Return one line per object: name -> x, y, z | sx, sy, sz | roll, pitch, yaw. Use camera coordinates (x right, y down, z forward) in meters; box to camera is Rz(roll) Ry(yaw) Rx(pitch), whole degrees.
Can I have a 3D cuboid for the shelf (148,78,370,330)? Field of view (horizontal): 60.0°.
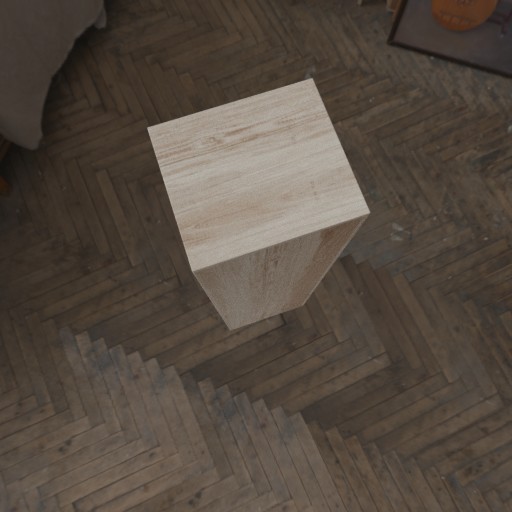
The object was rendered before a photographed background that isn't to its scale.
shelf -> 0.000, 0.000, 2.196 | 0.510, 1.960, 0.450 | -18, 76, -5
